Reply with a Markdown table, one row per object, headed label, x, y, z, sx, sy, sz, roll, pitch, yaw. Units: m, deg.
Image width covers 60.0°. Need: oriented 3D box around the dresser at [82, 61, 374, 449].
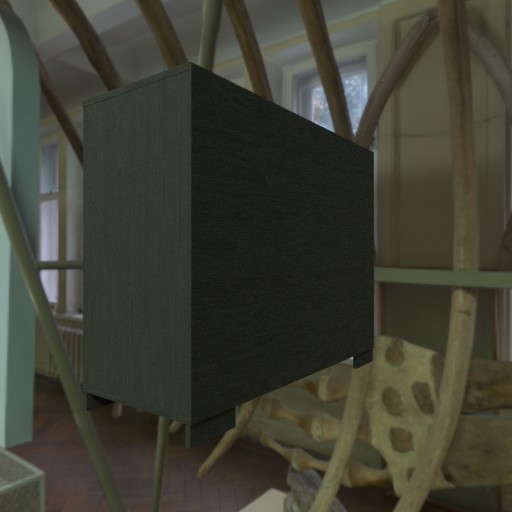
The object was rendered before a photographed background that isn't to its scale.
| label | x | y | z | sx | sy | sz | roll | pitch | yaw |
| --- | --- | --- | --- | --- | --- | --- | --- | --- | --- |
| dresser | 0.000 | 0.000 | 1.447 | 0.404 | 0.816 | 0.994 | 0 | 0 | 37 |
